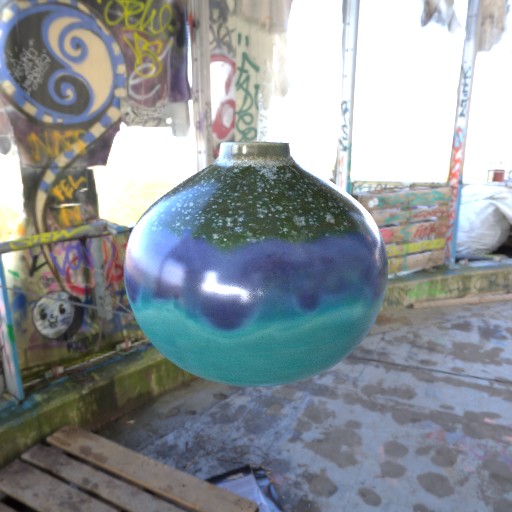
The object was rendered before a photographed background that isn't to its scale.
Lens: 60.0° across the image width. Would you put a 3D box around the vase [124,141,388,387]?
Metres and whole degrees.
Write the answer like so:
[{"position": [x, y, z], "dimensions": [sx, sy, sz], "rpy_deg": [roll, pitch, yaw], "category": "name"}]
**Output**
[{"position": [0.000, 0.000, 0.267], "dimensions": [0.154, 0.133, 0.154], "rpy_deg": [0, 15, 0], "category": "vase"}]
